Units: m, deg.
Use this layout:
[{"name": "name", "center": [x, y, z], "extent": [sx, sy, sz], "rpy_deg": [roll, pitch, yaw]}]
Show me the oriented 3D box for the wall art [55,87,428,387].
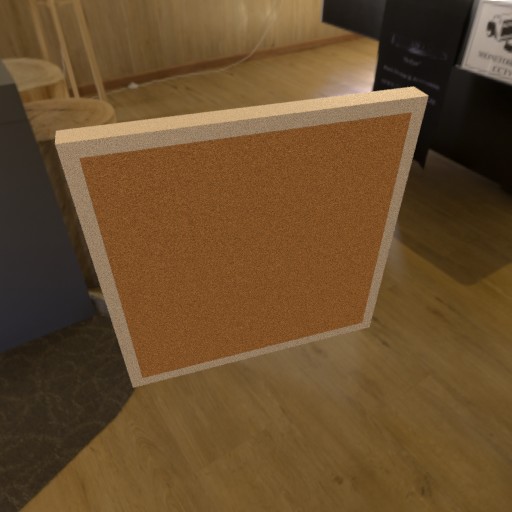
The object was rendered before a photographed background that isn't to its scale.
[{"name": "wall art", "center": [0.000, 0.000, 0.759], "extent": [0.507, 0.508, 0.038], "rpy_deg": [-11, 42, -13]}]
